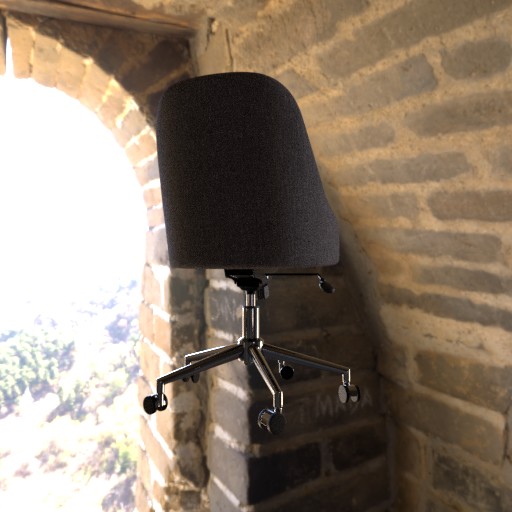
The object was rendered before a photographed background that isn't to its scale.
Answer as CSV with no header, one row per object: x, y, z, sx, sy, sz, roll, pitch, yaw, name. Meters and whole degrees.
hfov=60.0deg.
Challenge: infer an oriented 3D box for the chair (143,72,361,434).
0.000,0.000,1.491,0.671,0.950,0.712,-1,-3,18,chair
